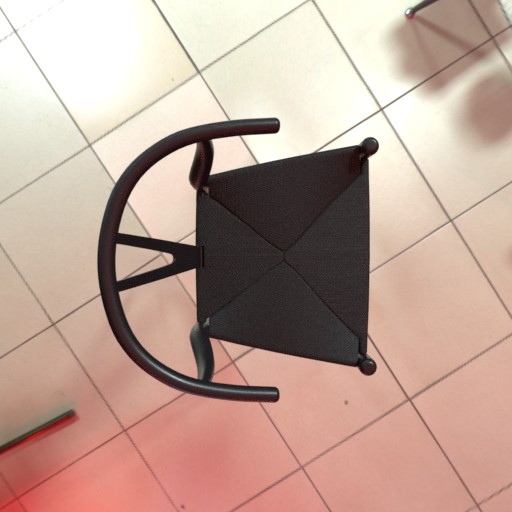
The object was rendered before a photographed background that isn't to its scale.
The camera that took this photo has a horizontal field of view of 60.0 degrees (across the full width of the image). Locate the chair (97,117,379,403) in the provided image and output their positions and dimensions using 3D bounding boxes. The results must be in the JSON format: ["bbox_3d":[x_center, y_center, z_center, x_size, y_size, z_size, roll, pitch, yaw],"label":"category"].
[{"bbox_3d":[0.000,0.000,1.156,0.579,0.730,0.569,0,92,0],"label":"chair"}]
